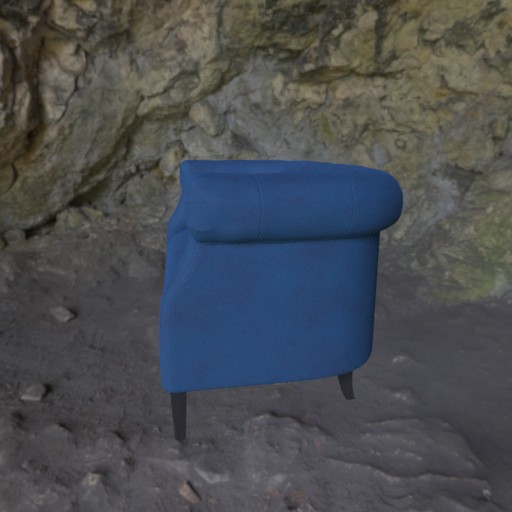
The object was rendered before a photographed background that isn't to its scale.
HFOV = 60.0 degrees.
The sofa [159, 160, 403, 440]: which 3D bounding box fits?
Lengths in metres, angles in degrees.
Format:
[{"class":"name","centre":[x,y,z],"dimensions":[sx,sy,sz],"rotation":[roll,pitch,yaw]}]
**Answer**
[{"class":"sofa","centre":[0.000,0.000,2.011],"dimensions":[0.835,0.827,1.558],"rotation":[-2,14,-10]}]
